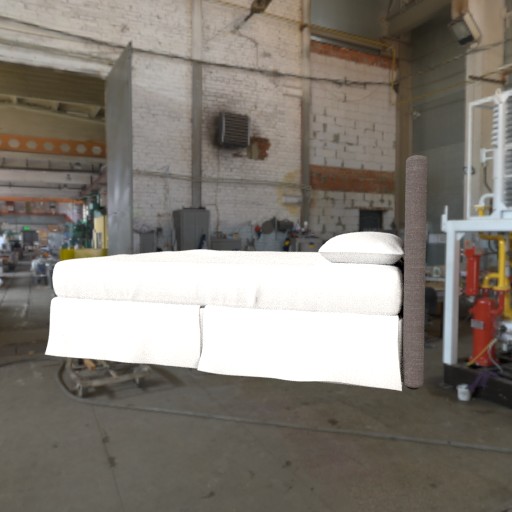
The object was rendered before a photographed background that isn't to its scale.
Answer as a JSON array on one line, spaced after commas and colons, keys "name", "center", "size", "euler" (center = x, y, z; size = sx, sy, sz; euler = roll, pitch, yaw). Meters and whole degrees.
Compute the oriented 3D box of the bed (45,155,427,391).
[{"name": "bed", "center": [0.000, 0.000, 3.871], "size": [2.689, 1.457, 2.161], "euler": [1, 3, 19]}]
